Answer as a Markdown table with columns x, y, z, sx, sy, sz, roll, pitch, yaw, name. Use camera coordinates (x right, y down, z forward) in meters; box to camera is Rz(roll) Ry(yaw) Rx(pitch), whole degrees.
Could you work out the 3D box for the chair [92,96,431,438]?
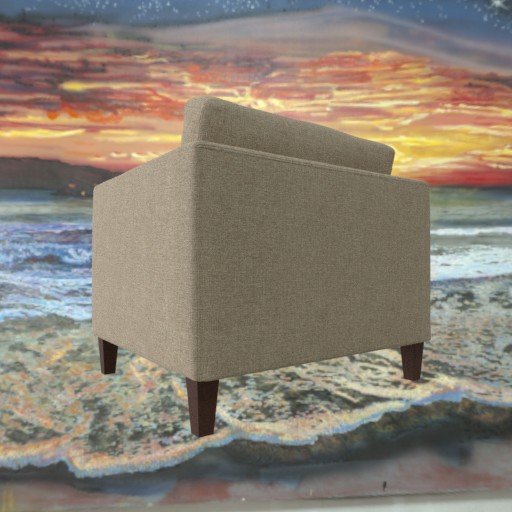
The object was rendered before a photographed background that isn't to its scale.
| x | y | z | sx | sy | sz | roll | pitch | yaw | name |
| --- | --- | --- | --- | --- | --- | --- | --- | --- | --- |
| 0.000 | 0.000 | 1.840 | 1.107 | 0.987 | 0.959 | 1 | -1 | -36 | chair |
